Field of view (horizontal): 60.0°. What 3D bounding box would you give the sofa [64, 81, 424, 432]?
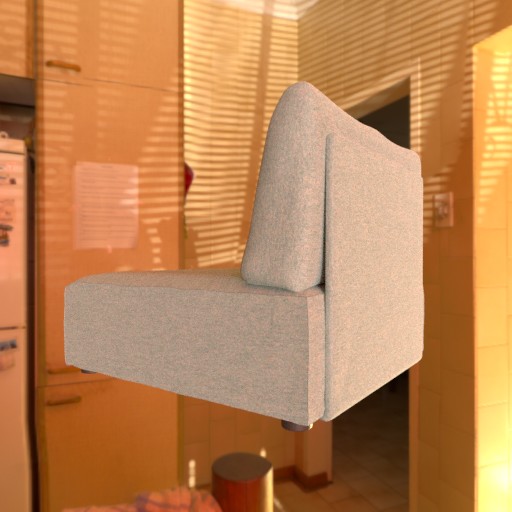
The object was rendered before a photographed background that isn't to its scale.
[{"bbox_3d":[0.000,0.000,1.644,1.000,0.820,0.930,0,0,36],"label":"sofa"}]
